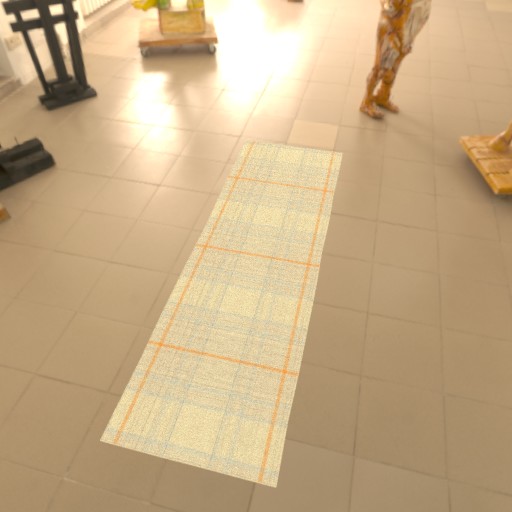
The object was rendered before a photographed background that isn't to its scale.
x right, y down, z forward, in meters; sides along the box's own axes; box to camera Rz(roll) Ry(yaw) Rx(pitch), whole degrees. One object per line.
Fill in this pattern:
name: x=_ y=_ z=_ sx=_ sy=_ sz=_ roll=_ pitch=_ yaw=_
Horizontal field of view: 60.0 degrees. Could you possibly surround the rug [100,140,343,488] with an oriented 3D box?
rug: x=0.000 y=0.000 z=2.643 sx=0.770 sy=0.016 sz=2.442 roll=10 pitch=47 yaw=10
